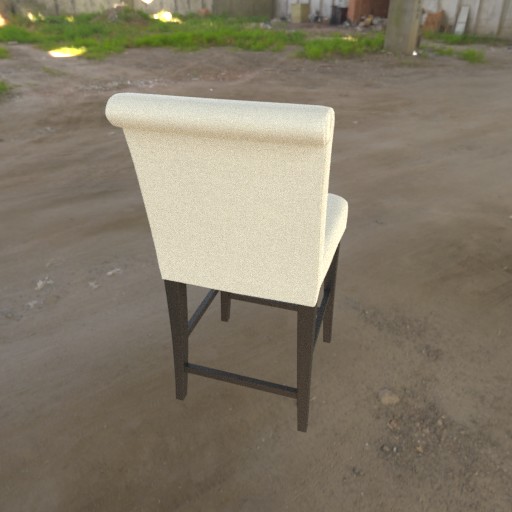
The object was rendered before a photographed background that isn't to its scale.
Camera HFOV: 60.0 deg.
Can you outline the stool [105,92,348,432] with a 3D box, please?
[{"bbox_3d":[0.000,0.000,1.297,0.452,0.976,0.597,9,32,15],"label":"stool"}]
